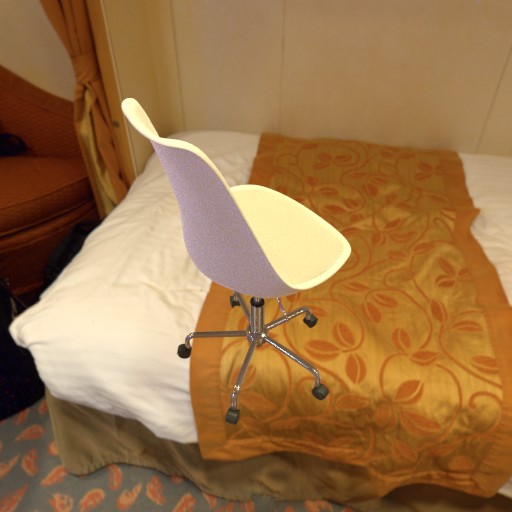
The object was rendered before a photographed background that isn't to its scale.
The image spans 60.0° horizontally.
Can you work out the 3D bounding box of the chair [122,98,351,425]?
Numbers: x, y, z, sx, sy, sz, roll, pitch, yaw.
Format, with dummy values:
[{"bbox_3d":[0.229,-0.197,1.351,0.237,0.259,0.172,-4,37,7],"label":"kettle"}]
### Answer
[{"bbox_3d":[0.000,0.000,1.262,0.550,0.930,0.550,-25,46,-26],"label":"chair"}]
